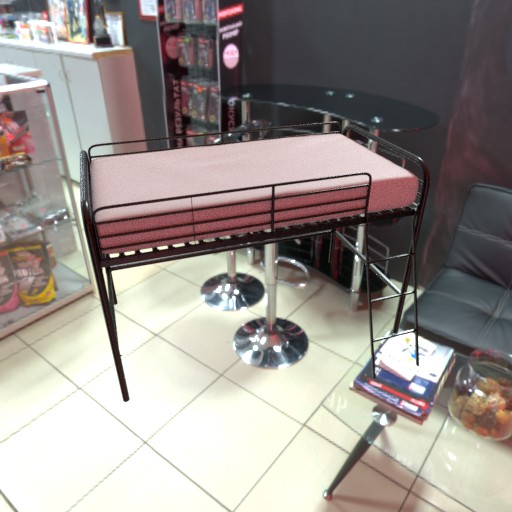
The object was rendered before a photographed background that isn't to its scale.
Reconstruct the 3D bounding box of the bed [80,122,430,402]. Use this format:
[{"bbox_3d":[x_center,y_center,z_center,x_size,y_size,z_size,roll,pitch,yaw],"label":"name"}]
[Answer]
[{"bbox_3d":[0.000,0.000,2.942,1.968,1.289,1.393,-10,33,-16],"label":"bed"}]
